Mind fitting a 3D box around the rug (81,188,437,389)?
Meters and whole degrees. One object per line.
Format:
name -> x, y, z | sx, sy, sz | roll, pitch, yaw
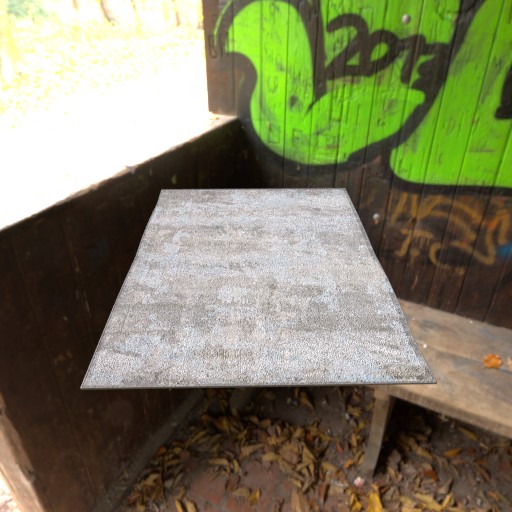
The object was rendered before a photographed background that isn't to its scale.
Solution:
rug -> 0.000, 0.000, 4.362 | 2.393, 0.013, 3.307 | -1, 32, -1
